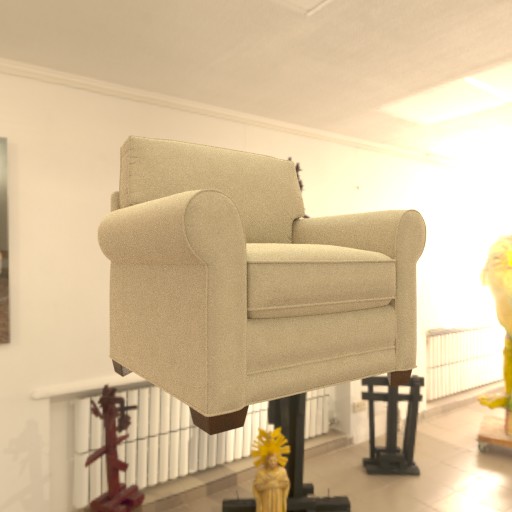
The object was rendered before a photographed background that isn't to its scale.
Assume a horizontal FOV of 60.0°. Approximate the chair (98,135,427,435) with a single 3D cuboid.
[{"bbox_3d":[0.000,0.000,1.743,1.040,0.955,0.863,0,0,-35],"label":"chair"}]
